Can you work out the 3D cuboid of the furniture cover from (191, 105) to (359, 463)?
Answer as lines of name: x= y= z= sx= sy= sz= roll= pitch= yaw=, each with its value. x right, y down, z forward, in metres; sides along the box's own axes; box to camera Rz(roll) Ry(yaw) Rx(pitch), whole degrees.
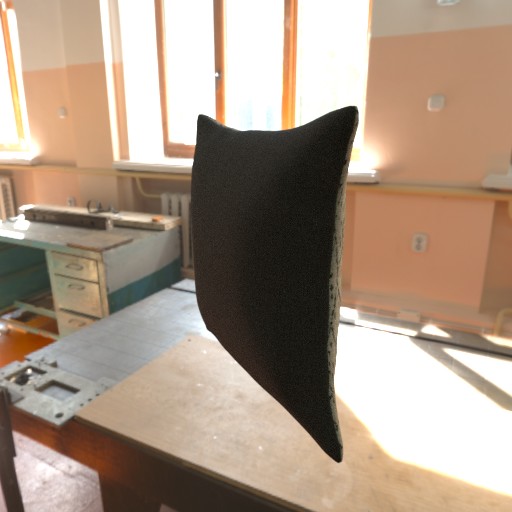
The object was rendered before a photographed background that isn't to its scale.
furniture cover: x=0.000 y=0.000 z=0.790 sx=0.180 sy=0.498 sz=0.525 roll=-8 pitch=18 yaw=-26
